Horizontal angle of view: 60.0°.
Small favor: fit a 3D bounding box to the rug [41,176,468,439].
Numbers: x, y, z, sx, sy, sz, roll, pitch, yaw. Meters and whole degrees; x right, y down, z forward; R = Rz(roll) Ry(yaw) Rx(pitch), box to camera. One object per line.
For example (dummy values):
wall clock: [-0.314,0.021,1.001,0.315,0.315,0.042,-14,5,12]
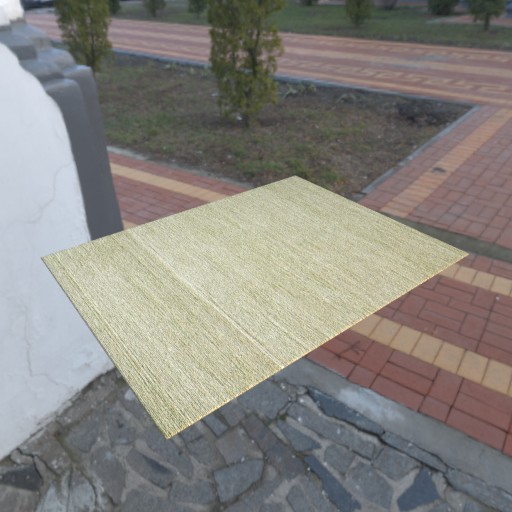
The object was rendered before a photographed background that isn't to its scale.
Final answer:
rug: [0.000,0.000,4.152,3.198,0.016,2.425,-23,39,-31]
